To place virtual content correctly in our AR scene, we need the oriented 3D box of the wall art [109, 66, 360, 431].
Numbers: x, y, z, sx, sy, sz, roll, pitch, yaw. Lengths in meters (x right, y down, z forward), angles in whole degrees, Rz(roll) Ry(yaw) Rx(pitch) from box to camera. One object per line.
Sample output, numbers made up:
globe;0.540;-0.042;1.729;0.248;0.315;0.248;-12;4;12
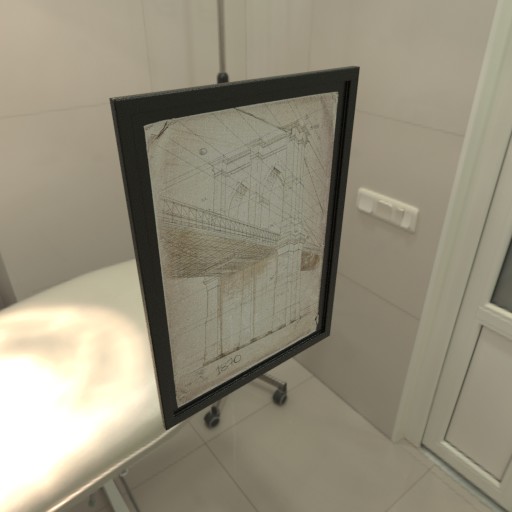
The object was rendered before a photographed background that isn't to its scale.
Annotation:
wall art;0.000;0.000;0.877;0.480;0.657;0.016;-22;37;-32
